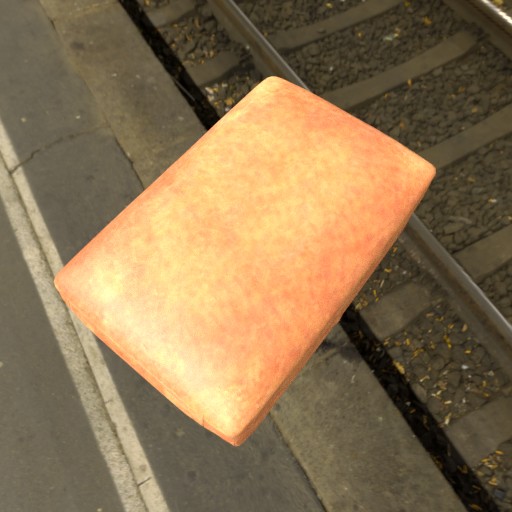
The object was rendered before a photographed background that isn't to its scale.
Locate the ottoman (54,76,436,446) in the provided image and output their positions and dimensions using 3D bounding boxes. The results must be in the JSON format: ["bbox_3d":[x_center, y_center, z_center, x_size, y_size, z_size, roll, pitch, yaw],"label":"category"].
[{"bbox_3d":[0.000,0.000,1.225,0.565,0.507,0.852,36,70,15],"label":"ottoman"}]
